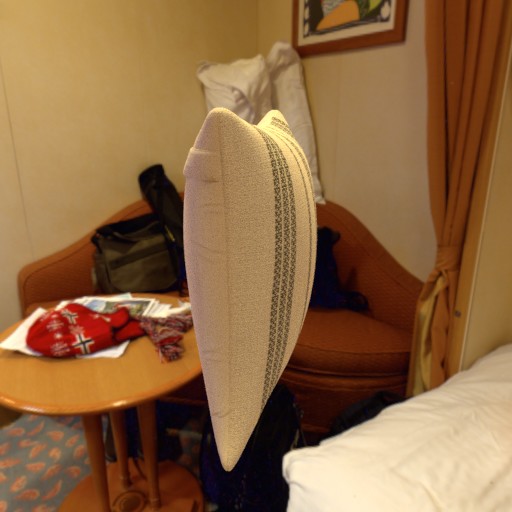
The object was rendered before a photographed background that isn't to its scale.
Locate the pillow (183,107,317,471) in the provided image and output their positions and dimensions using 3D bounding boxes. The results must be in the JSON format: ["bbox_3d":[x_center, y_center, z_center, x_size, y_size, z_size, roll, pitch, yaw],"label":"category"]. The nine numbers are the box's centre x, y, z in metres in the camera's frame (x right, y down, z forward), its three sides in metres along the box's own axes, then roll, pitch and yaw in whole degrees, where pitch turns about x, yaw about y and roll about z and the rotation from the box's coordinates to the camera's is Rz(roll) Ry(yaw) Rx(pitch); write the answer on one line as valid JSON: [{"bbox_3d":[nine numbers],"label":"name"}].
[{"bbox_3d":[0.000,0.000,0.643,0.173,0.406,0.405,3,18,9],"label":"pillow"}]
